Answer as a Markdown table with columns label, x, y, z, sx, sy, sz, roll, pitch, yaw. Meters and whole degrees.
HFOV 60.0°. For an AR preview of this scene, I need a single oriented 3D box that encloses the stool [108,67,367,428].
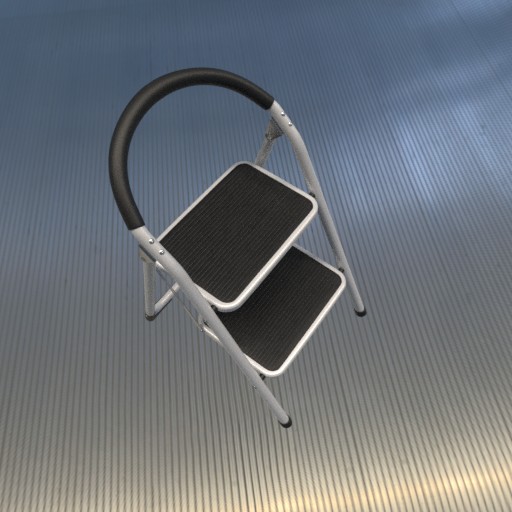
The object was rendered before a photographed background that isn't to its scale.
| label | x | y | z | sx | sy | sz | roll | pitch | yaw |
| --- | --- | --- | --- | --- | --- | --- | --- | --- | --- |
| stool | 0.000 | 0.000 | 1.093 | 0.559 | 0.760 | 0.453 | 33 | 65 | 18 |
